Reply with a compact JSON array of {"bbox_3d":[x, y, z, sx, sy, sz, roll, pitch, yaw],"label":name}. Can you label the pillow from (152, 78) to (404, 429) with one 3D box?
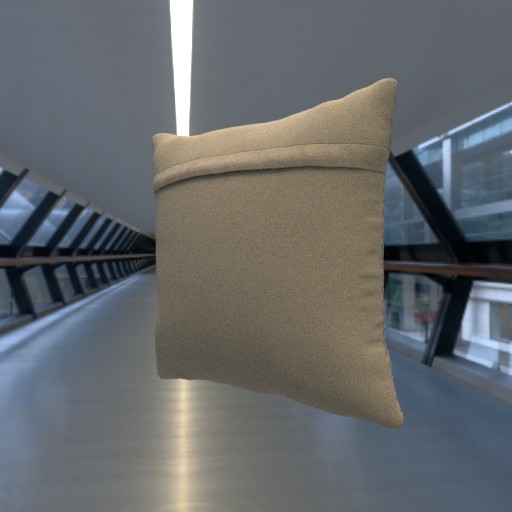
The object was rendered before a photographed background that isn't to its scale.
[{"bbox_3d":[0.000,0.000,0.705,0.459,0.458,0.181,-1,-1,35],"label":"pillow"}]
